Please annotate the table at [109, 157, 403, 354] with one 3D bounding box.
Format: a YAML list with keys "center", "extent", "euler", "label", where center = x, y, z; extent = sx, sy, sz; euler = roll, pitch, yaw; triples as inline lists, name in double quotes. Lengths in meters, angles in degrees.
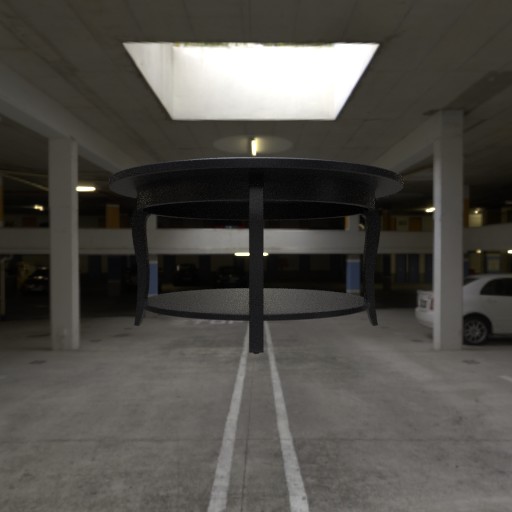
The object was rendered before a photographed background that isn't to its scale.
- center: [0.000, 0.000, 1.452]
  extent: [0.914, 0.457, 0.914]
  euler: [0, 1, 0]
  label: "table"
